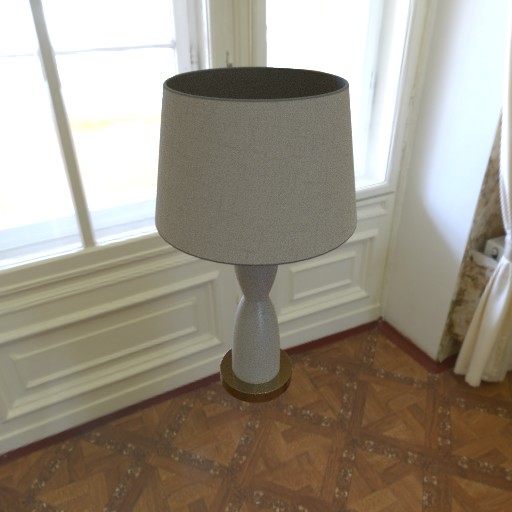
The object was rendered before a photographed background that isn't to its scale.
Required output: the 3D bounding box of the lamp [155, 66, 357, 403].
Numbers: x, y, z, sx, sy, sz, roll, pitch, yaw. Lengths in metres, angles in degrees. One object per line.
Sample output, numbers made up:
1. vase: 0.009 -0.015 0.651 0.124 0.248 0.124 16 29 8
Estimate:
1. lamp: 0.000 0.000 0.730 0.309 0.545 0.309 0 31 0
